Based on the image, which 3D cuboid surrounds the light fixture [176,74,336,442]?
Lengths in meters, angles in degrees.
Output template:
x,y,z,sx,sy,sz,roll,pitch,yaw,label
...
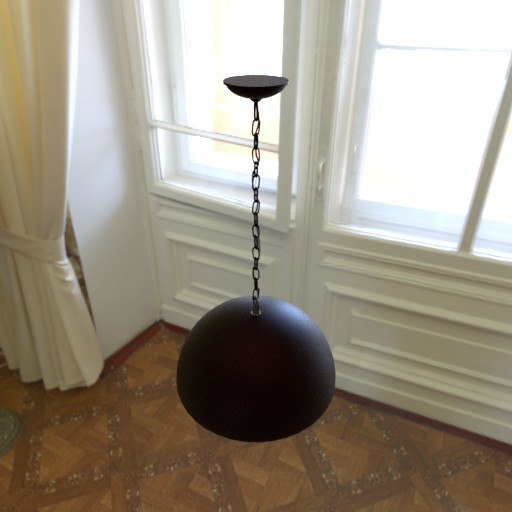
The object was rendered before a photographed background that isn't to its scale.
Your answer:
x,y,z,sx,sy,sz,roll,pitch,yaw,label
0.000,0.000,1.161,0.492,0.869,0.492,-11,33,-17,light fixture
